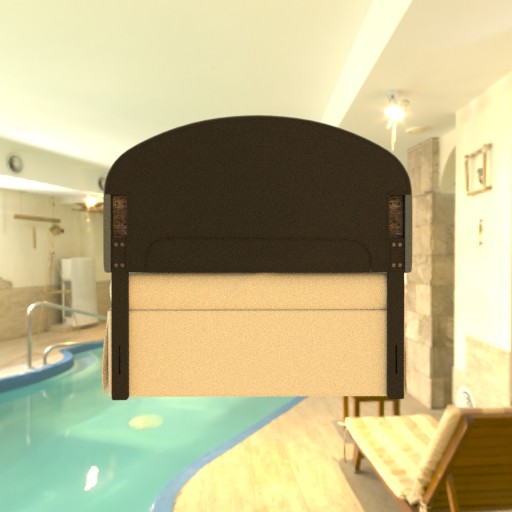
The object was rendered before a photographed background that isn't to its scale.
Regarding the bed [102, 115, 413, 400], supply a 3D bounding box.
[{"bbox_3d":[0.000,0.000,3.179,1.607,1.410,2.005,0,0,-1],"label":"bed"}]
